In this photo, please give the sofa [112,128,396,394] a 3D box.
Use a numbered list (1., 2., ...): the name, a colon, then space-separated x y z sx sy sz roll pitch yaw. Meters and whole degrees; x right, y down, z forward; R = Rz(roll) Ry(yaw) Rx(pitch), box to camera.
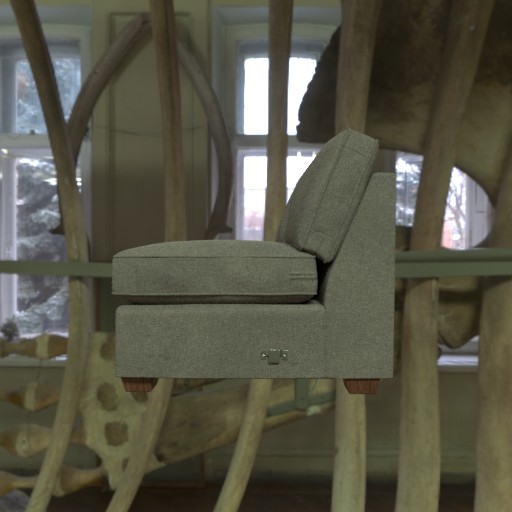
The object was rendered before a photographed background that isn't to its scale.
1. sofa: 0.000 0.000 2.519 1.027 0.973 1.962 0 0 1
